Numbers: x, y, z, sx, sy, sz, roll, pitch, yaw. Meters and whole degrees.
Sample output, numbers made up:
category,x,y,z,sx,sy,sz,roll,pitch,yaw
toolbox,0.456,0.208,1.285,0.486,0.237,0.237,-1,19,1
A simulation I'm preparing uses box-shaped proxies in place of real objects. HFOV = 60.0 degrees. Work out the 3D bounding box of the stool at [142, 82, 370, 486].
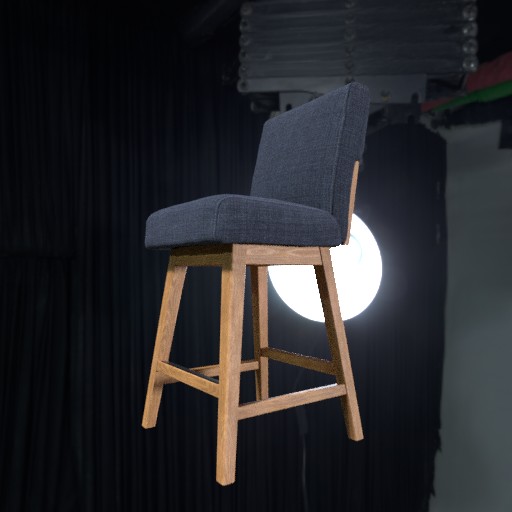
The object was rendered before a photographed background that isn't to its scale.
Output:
category,x,y,z,sx,sy,sz,roll,pitch,yaw
stool,0.000,0.000,1.300,0.526,1.010,0.459,1,-2,-36
